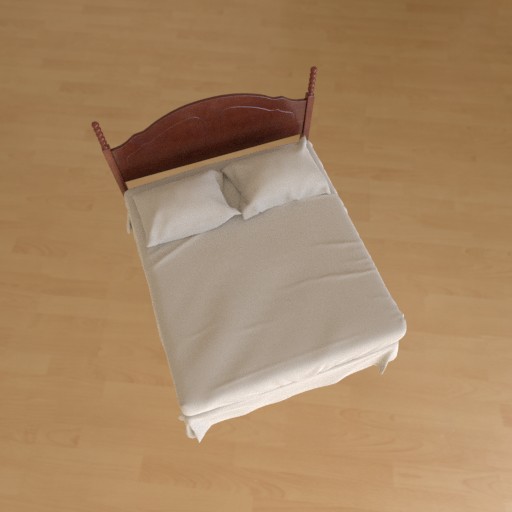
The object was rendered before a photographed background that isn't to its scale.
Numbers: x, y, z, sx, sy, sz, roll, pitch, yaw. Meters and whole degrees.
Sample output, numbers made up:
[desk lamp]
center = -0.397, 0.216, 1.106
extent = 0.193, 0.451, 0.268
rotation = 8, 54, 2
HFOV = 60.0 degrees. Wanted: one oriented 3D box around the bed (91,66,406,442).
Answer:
[bed]
center = 0.000, 0.000, 3.277
extent = 1.873, 1.356, 2.040
rotation = -17, 64, -9
